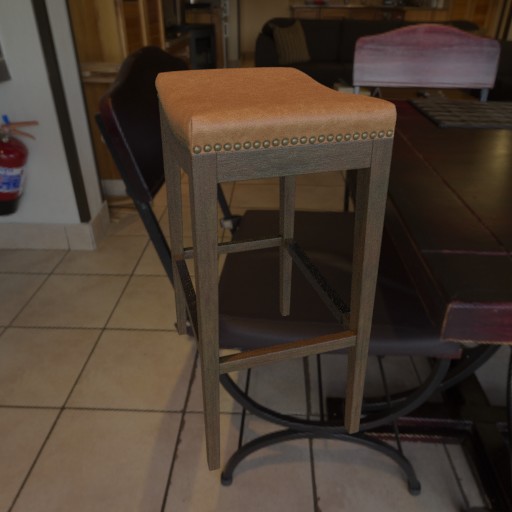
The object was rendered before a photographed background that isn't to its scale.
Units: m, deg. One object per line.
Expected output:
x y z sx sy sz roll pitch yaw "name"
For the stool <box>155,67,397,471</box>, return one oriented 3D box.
0.000 0.000 1.031 0.361 0.759 0.500 -8 31 -14 "stool"
